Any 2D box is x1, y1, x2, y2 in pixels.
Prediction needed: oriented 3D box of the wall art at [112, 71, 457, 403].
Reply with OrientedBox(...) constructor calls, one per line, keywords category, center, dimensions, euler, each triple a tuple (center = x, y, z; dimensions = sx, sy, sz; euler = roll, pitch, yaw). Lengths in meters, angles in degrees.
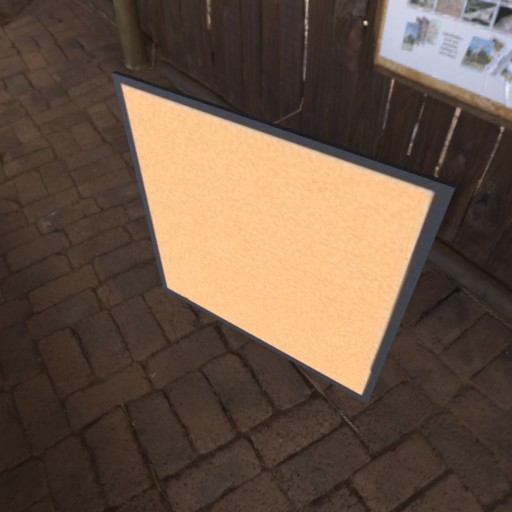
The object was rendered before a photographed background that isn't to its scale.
OrientedBox(category="wall art", center=(0.000, 0.000, 1.218), dimensions=(0.823, 0.823, 0.013), euler=(25, 51, 22))
